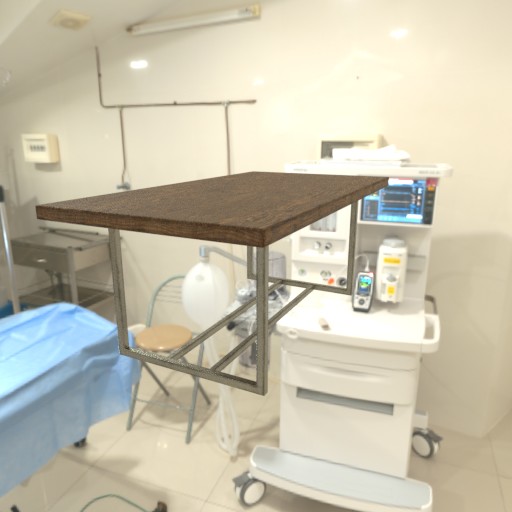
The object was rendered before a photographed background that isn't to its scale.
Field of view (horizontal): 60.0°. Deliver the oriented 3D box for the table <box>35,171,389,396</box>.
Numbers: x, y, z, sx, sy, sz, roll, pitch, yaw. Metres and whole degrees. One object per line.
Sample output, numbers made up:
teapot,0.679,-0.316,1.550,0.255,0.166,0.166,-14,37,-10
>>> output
table,0.000,0.000,2.590,1.078,0.795,1.989,8,17,26
